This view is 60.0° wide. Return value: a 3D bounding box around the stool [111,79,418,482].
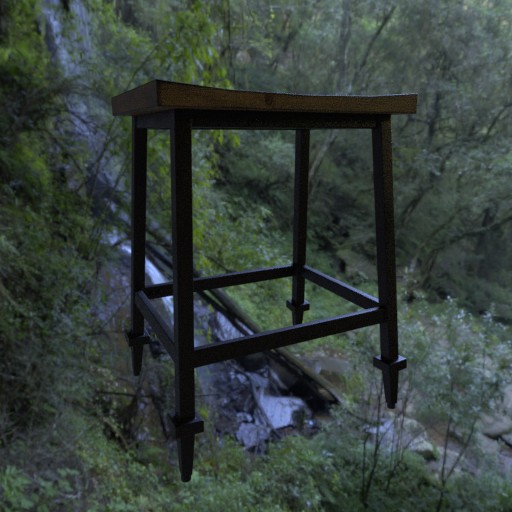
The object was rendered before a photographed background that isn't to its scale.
[{"bbox_3d":[0.000,0.000,0.915,0.486,0.625,0.405,-8,17,-26],"label":"stool"}]
